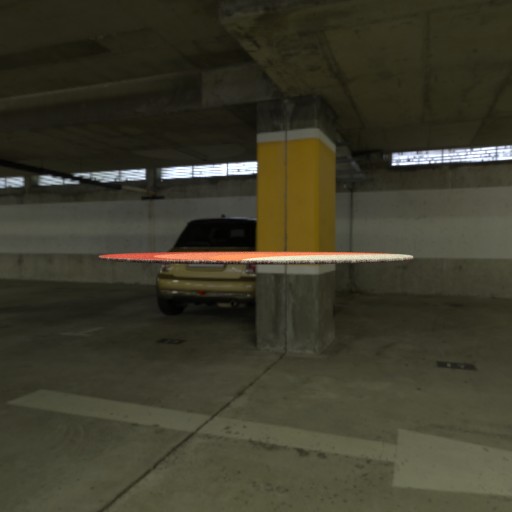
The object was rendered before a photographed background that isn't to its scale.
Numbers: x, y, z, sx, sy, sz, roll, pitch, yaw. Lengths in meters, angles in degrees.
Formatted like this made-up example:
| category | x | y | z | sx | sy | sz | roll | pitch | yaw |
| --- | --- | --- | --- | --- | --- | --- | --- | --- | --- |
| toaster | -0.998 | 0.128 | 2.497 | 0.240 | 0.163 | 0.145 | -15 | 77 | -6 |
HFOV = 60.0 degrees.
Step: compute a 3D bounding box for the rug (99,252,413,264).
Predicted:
| category | x | y | z | sx | sy | sz | roll | pitch | yaw |
| --- | --- | --- | --- | --- | --- | --- | --- | --- | --- |
| rug | 0.000 | 0.000 | 2.262 | 1.514 | 0.015 | 1.514 | 0 | 2 | 0 |
